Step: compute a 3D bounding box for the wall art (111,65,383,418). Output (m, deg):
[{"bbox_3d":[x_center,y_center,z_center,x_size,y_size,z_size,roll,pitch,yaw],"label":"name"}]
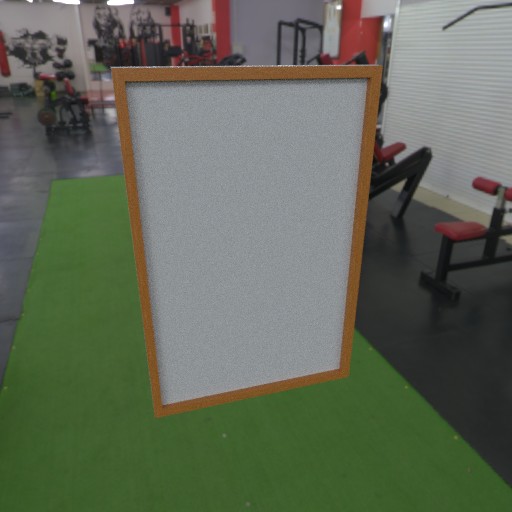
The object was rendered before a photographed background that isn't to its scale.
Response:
[{"bbox_3d":[0.000,0.000,1.162,0.610,0.916,0.037,-7,26,-15],"label":"wall art"}]
